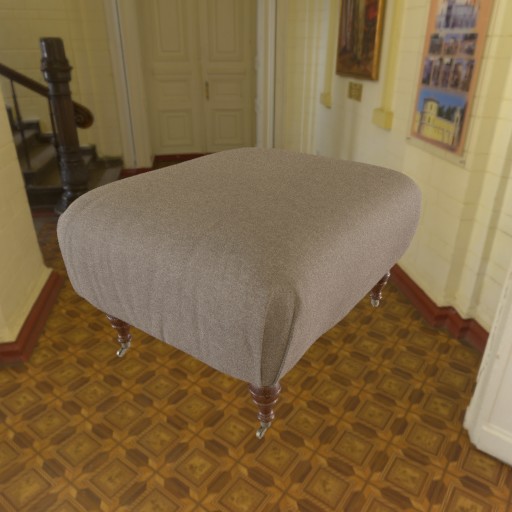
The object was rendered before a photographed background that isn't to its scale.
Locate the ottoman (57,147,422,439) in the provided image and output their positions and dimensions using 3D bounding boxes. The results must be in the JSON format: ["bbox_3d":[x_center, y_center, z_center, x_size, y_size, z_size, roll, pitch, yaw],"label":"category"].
[{"bbox_3d":[0.000,0.000,1.133,0.622,0.450,0.747,18,31,32],"label":"ottoman"}]
